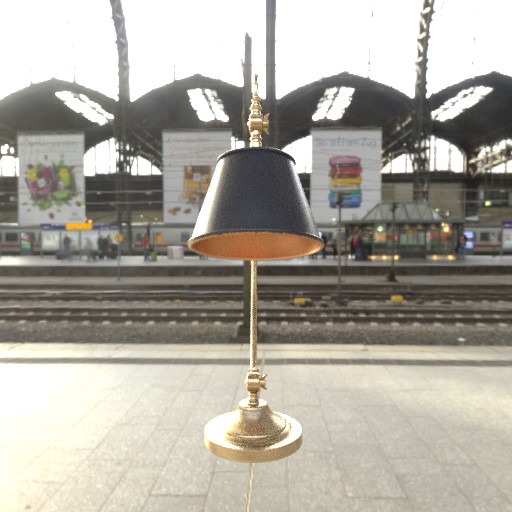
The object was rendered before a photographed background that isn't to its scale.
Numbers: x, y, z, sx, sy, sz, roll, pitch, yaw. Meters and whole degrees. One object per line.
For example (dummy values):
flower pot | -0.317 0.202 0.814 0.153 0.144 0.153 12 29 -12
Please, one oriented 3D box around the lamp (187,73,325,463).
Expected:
lamp | 0.000 0.000 0.820 0.235 0.675 0.344 0 2 0
